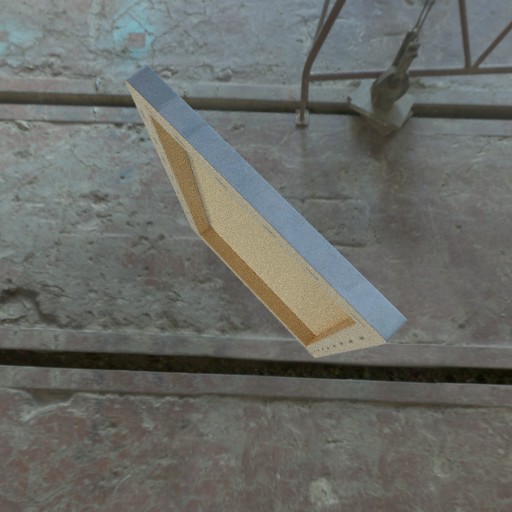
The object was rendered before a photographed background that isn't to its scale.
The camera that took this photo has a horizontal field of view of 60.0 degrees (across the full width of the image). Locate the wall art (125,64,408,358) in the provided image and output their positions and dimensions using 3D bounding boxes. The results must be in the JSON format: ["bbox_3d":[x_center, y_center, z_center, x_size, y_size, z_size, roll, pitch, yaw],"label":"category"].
[{"bbox_3d":[0.000,0.000,0.823,0.037,0.613,0.455,-42,79,-10],"label":"wall art"}]
